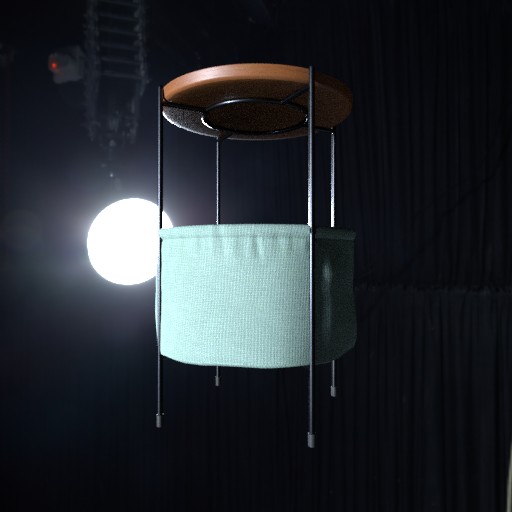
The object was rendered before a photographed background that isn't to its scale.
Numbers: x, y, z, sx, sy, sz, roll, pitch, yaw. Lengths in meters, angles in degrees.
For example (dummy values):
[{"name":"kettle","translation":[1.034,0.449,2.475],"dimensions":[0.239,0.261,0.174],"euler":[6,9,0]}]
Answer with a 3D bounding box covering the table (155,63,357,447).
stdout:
[{"name":"table","translation":[0.000,0.000,0.901],"dimensions":[0.400,0.623,0.400],"euler":[0,0,17]}]
